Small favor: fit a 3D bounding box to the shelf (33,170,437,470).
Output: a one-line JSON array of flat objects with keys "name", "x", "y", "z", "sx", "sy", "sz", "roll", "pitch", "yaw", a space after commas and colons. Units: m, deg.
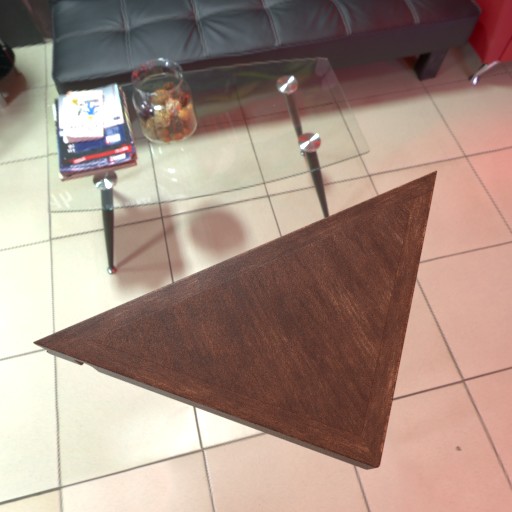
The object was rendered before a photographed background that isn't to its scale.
[{"name": "shelf", "x": 0.000, "y": 0.000, "z": 0.431, "sx": 0.296, "sy": 0.035, "sz": 0.296, "roll": 17, "pitch": 63, "yaw": 9}]
